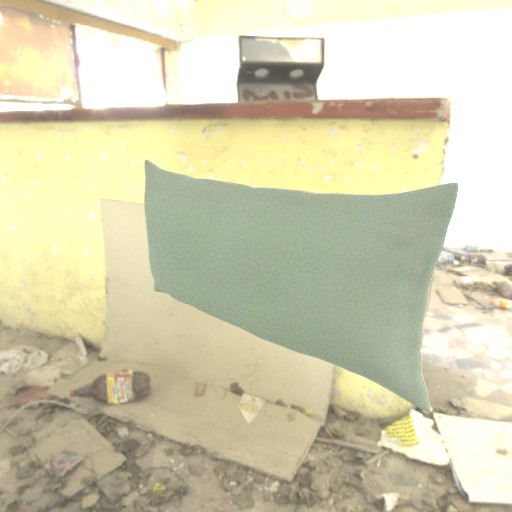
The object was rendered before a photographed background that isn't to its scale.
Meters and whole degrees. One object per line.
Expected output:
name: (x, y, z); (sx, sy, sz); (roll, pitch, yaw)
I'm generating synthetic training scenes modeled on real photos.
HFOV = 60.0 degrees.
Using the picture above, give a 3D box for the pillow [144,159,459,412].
pillow: (0.000, 0.000, 0.719); (0.610, 0.287, 0.151); (15, 22, 42)
